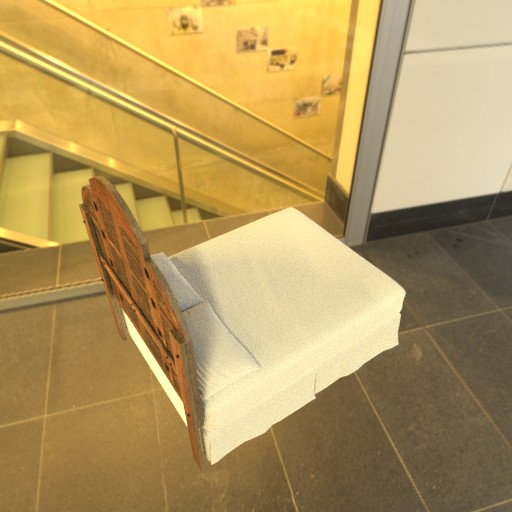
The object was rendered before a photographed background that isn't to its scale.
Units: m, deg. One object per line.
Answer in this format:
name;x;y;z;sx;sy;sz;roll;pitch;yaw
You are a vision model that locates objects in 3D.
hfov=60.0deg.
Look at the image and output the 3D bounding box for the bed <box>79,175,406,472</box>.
bed;0.000;0.000;3.580;2.138;2.019;1.713;-25;46;-26
